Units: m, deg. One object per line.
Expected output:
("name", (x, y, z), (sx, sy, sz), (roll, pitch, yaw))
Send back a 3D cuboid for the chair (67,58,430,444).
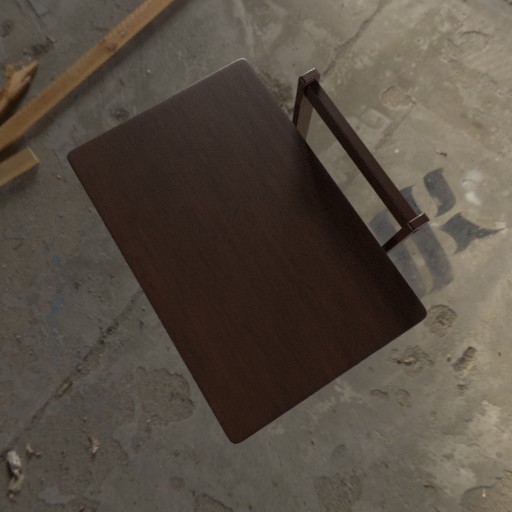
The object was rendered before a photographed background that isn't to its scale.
("chair", (0.000, 0.000, 1.052), (0.463, 0.673, 0.599), (-32, 79, -7))
